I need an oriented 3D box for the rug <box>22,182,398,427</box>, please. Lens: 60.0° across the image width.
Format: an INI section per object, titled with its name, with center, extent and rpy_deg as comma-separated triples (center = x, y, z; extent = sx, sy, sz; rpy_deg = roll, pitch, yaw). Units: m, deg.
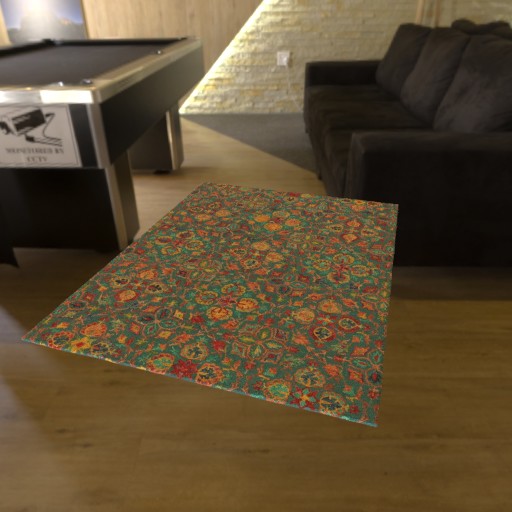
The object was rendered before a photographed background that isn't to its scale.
[rug]
center = 0.000, 0.000, 4.098
extent = 2.434, 0.025, 3.204
rpy_deg = 9, 31, 15
